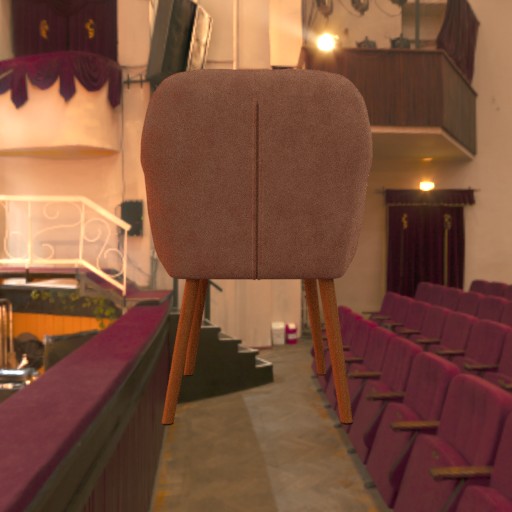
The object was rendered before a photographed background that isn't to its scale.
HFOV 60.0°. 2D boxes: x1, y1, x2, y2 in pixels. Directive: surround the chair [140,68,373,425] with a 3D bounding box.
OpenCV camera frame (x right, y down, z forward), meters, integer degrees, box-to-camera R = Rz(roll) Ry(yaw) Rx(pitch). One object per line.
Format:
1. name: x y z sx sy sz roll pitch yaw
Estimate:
1. chair: 0.000 0.000 1.256 0.610 0.832 0.570 0 1 -1
